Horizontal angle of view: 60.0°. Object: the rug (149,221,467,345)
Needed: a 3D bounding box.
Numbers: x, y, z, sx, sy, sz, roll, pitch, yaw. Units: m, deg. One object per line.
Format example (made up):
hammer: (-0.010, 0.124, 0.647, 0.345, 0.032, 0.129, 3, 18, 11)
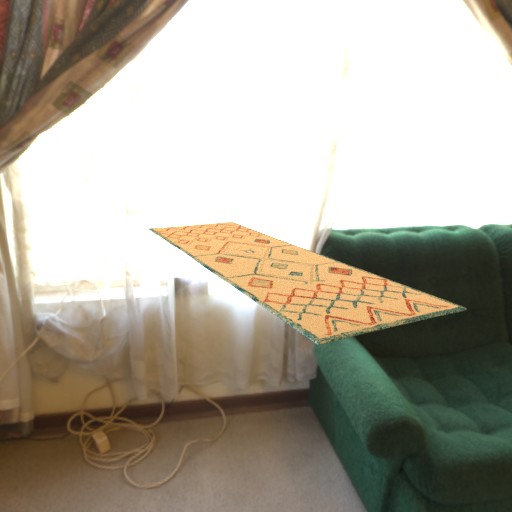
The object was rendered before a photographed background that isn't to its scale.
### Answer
rug: (0.000, 0.000, 2.741, 0.750, 0.011, 2.435, -7, 16, -26)
